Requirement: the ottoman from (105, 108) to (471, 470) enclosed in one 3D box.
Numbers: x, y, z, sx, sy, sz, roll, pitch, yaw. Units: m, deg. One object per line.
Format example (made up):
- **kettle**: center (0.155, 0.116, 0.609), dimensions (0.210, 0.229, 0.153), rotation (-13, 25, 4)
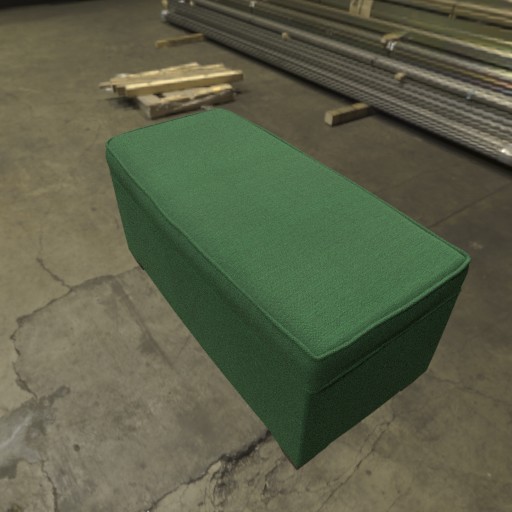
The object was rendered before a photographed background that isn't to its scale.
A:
- **ottoman**: center (0.000, 0.000, 1.223), dimensions (0.483, 0.471, 0.957), rotation (-25, 46, -26)
